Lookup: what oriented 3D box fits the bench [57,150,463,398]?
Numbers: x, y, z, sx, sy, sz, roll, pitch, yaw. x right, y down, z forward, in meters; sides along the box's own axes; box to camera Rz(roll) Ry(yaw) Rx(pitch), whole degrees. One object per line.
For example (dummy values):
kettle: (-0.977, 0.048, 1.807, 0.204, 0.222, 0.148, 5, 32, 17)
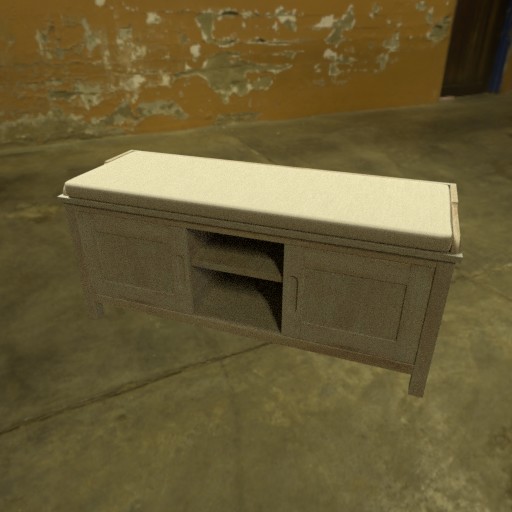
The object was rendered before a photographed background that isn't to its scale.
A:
bench: (0.000, 0.000, 1.437, 1.140, 0.501, 0.398, 10, 30, 17)
